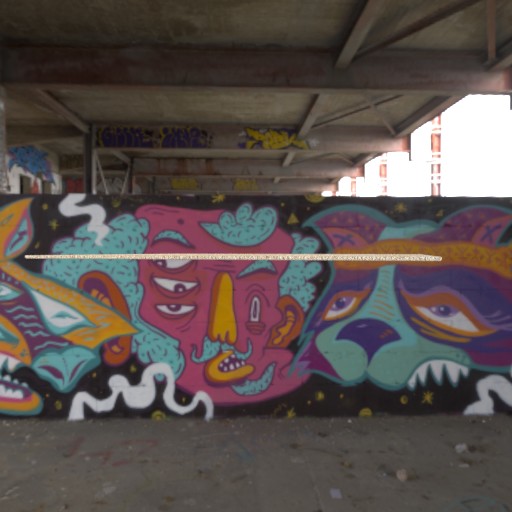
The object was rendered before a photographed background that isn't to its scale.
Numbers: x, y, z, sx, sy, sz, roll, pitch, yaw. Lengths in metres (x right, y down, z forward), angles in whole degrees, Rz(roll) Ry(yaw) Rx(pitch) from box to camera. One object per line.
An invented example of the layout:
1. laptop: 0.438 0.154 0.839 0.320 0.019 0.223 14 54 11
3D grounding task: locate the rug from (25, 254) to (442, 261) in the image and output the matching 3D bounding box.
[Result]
1. rug: 0.000 0.000 4.122 3.000 0.025 2.400 0 1 18
